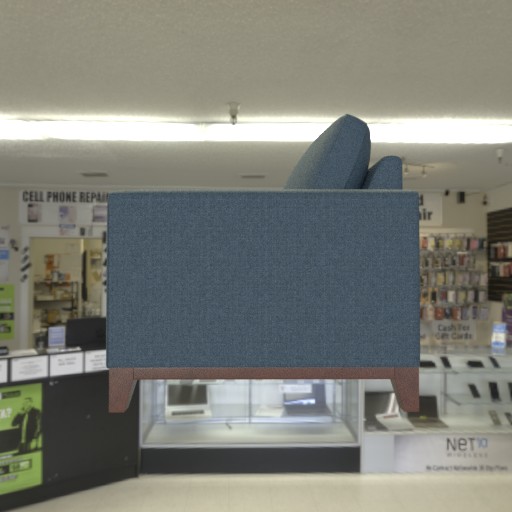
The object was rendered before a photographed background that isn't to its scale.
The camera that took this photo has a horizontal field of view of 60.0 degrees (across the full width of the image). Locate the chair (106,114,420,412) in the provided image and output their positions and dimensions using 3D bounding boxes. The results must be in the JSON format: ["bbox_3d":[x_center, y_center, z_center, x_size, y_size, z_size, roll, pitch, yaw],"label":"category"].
[{"bbox_3d":[0.000,0.000,1.907,1.038,1.010,1.024,0,-1,0],"label":"chair"}]
